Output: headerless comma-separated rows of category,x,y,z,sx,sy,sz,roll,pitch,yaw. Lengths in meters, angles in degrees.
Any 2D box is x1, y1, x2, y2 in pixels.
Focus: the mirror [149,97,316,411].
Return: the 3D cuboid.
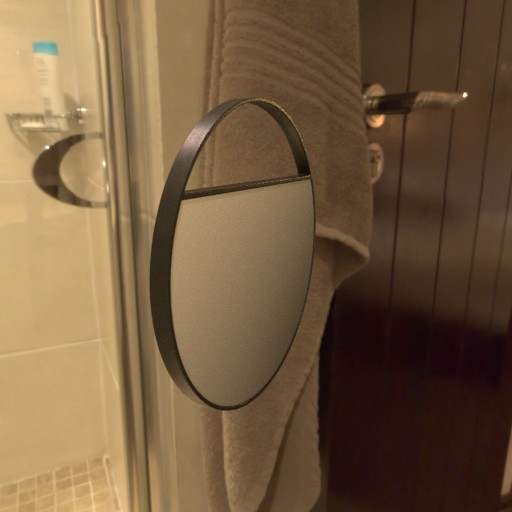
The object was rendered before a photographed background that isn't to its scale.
mirror,0.000,0.000,0.841,0.032,0.565,0.565,7,15,27
